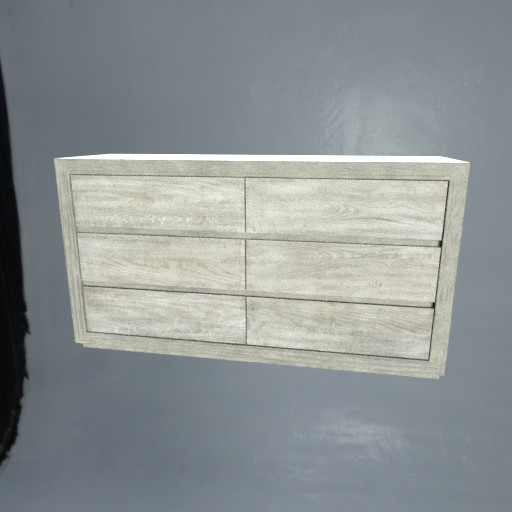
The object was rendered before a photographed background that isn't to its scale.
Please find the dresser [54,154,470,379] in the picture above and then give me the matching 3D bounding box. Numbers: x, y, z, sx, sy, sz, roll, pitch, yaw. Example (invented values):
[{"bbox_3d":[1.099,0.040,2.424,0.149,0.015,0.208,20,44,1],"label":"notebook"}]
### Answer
[{"bbox_3d":[0.000,0.000,2.048,1.628,0.889,0.483,3,15,10],"label":"dresser"}]
